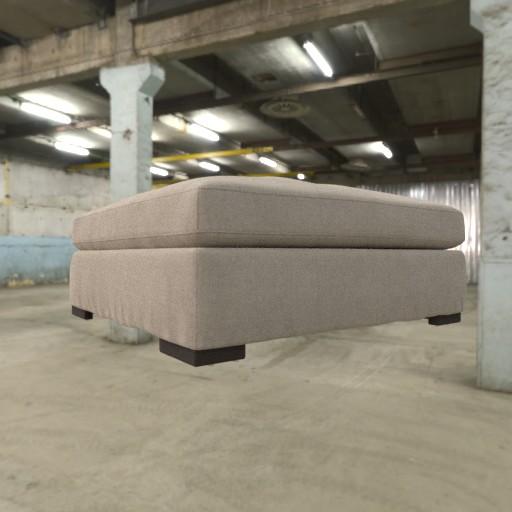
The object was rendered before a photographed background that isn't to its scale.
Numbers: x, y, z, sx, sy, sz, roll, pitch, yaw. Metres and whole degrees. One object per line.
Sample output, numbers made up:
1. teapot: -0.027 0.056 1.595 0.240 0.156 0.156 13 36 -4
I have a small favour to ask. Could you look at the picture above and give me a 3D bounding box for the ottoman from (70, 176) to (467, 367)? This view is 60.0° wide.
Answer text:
1. ottoman: 0.000 0.000 1.796 1.203 0.517 1.171 0 0 -36
